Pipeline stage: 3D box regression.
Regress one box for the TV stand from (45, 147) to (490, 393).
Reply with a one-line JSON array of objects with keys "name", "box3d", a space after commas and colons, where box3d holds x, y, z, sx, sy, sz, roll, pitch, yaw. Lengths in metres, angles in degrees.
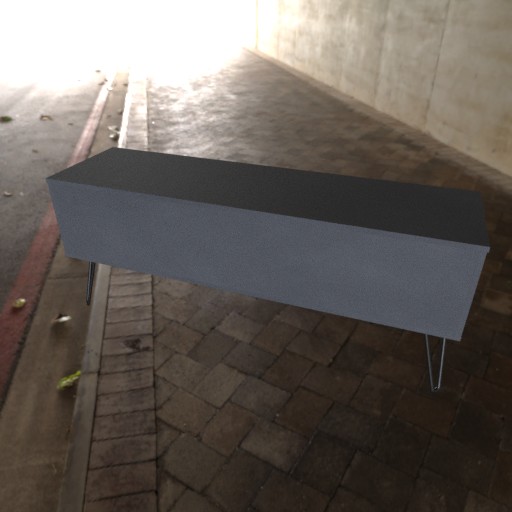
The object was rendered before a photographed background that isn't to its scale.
[{"name": "TV stand", "box3d": [0.000, 0.000, 1.625, 1.400, 0.560, 0.400, 11, 32, 17]}]
